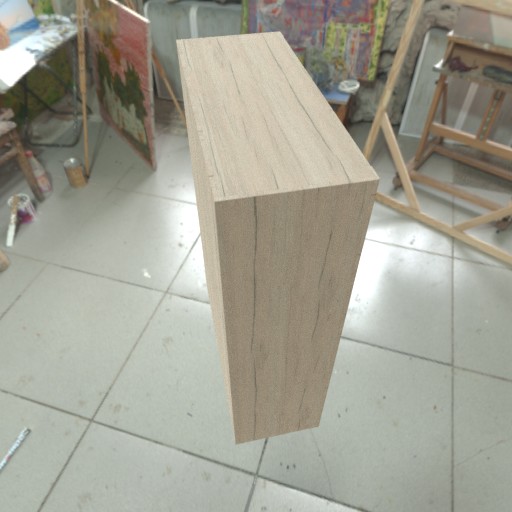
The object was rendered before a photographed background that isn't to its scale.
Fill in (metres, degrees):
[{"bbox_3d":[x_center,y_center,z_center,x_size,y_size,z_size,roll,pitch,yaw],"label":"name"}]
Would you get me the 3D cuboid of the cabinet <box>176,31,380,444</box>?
[{"bbox_3d":[0.000,0.000,2.707,0.580,2.070,1.400,-9,47,-8],"label":"cabinet"}]
